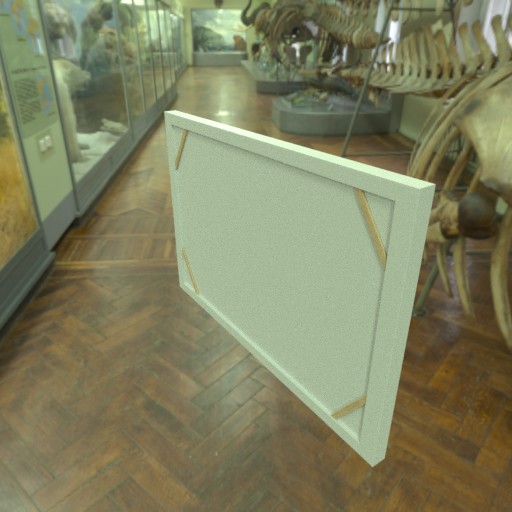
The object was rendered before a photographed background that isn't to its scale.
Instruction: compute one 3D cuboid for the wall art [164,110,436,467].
[{"bbox_3d":[0.000,0.000,1.143,0.038,0.609,0.914,-17,31,-31],"label":"wall art"}]
